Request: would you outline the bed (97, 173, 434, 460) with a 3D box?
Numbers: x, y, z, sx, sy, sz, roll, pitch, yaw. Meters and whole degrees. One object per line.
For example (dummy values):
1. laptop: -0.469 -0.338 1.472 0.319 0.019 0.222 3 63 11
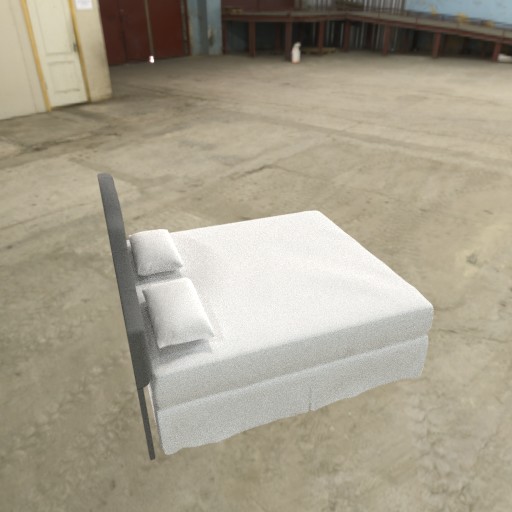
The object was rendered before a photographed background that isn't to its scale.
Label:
1. bed: 0.000 0.000 3.644 2.214 1.615 2.008 -11 31 -18
